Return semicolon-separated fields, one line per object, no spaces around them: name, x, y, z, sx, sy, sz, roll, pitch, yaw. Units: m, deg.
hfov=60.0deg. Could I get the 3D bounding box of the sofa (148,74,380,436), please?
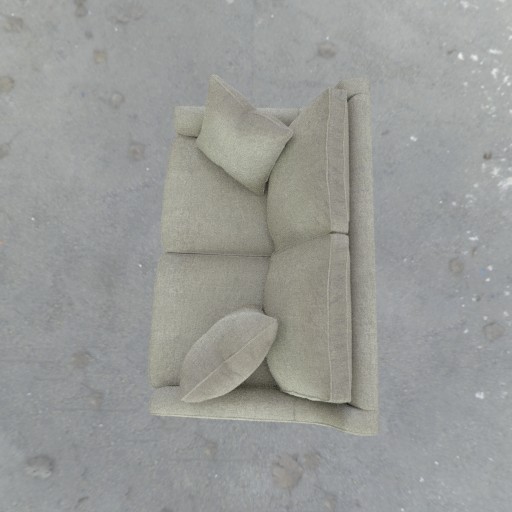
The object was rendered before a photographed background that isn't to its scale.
sofa;0.000;0.000;2.026;0.915;0.863;1.422;2;77;0
